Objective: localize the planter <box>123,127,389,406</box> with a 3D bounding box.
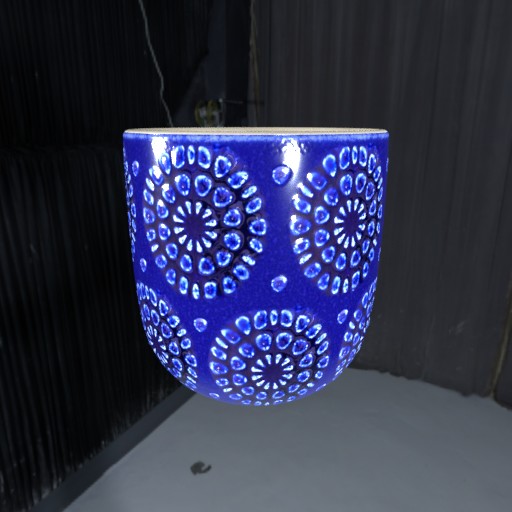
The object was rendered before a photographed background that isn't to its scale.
[{"bbox_3d":[0.000,0.000,0.203,0.109,0.112,0.109,0,17,0],"label":"planter"}]
